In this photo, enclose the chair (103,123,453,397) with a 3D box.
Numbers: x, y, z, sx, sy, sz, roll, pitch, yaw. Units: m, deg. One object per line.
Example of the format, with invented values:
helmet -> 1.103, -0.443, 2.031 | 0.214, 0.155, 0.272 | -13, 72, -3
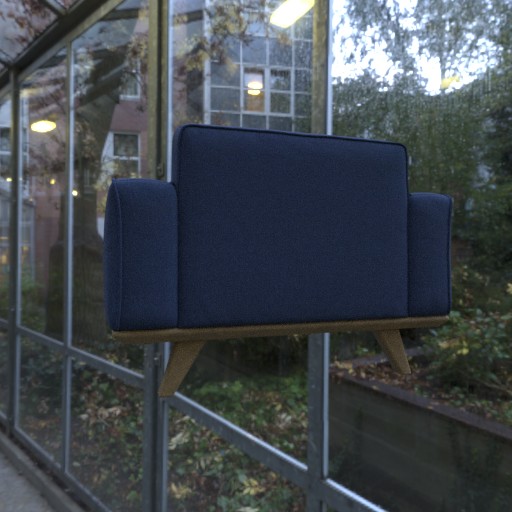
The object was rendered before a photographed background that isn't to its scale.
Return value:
chair -> 0.000, 0.000, 1.733 | 1.118, 0.783, 0.953 | 0, 0, -17
